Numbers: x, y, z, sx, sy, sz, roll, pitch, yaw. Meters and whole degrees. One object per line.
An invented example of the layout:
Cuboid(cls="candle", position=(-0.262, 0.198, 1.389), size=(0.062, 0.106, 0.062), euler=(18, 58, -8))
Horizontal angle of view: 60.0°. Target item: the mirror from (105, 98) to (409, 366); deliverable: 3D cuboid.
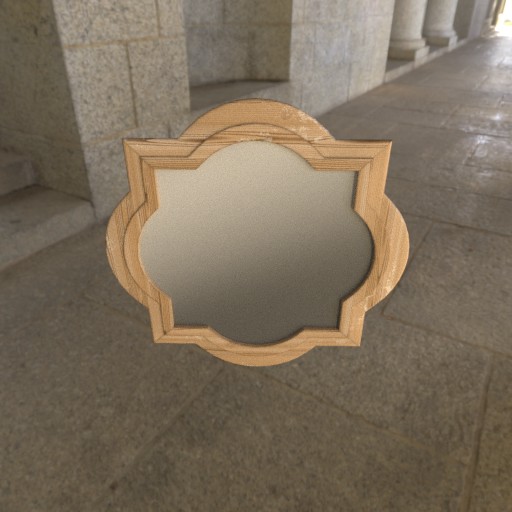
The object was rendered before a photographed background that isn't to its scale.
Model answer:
Cuboid(cls="mirror", position=(0.000, 0.000, 1.033), size=(0.686, 0.686, 0.019), euler=(1, 31, 1))
